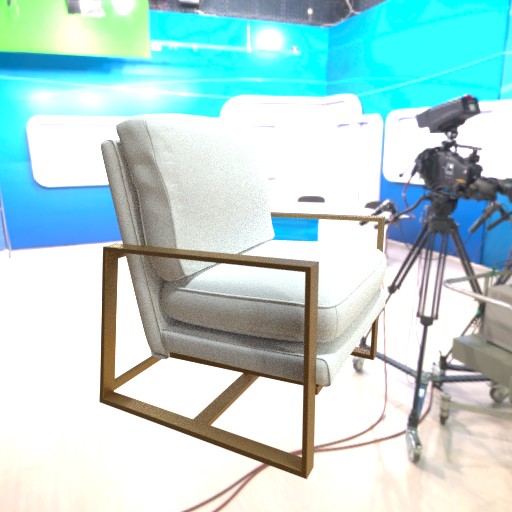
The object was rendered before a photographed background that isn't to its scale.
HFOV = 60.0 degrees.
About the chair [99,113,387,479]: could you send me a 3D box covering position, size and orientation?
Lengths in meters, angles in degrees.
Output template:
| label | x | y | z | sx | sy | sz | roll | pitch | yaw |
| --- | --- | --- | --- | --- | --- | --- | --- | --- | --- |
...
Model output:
| label | x | y | z | sx | sy | sz | roll | pitch | yaw |
| --- | --- | --- | --- | --- | --- | --- | --- | --- | --- |
| chair | 0.000 | 0.000 | 1.577 | 0.813 | 0.966 | 0.805 | 8 | 17 | 27 |
